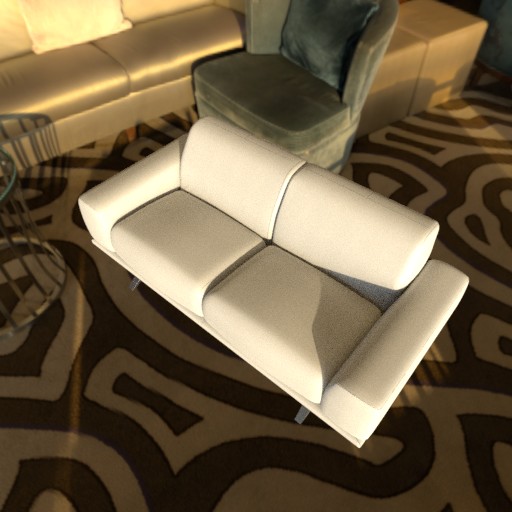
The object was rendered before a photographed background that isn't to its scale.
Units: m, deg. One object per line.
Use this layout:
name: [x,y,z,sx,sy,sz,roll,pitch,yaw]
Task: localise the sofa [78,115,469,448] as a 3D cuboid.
sofa: [0.000,0.000,2.359,1.901,0.772,0.900,32,55,26]
